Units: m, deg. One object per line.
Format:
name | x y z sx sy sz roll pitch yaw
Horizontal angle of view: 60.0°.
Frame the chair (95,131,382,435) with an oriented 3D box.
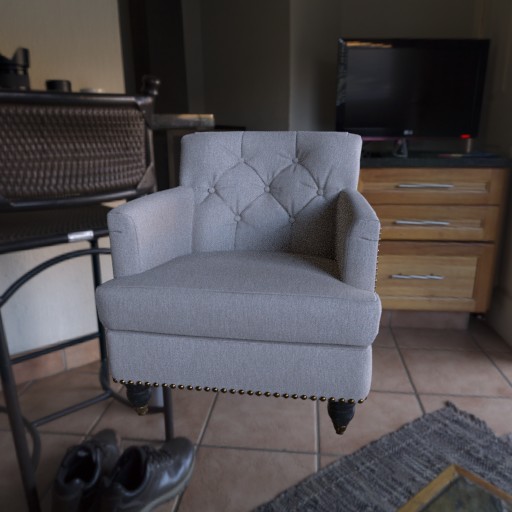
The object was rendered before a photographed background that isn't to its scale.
chair | 0.000 0.000 1.507 0.737 0.823 0.902 2 15 8
